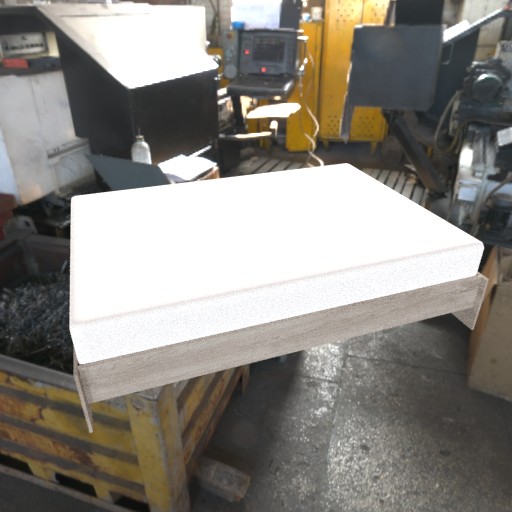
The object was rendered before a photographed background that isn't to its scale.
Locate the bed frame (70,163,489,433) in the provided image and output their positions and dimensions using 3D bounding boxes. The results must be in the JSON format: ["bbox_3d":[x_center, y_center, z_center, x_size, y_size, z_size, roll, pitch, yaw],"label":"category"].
[{"bbox_3d":[0.000,0.000,2.544,1.945,0.497,1.445,-10,31,-17],"label":"bed frame"}]
